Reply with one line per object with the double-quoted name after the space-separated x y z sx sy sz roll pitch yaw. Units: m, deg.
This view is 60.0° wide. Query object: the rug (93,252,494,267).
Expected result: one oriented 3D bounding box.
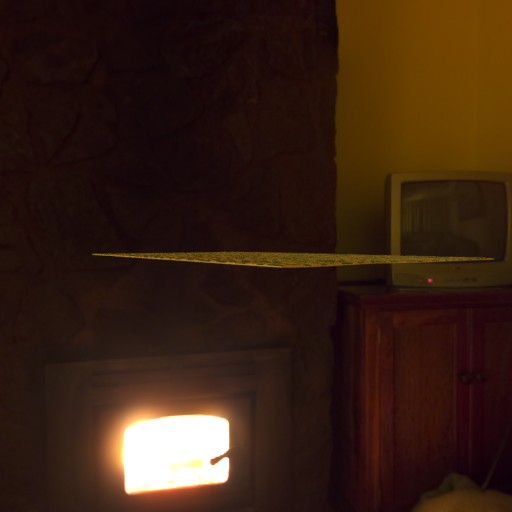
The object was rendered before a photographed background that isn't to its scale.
0.000 0.000 3.024 1.520 0.011 2.447 -1 2 -35 "rug"
